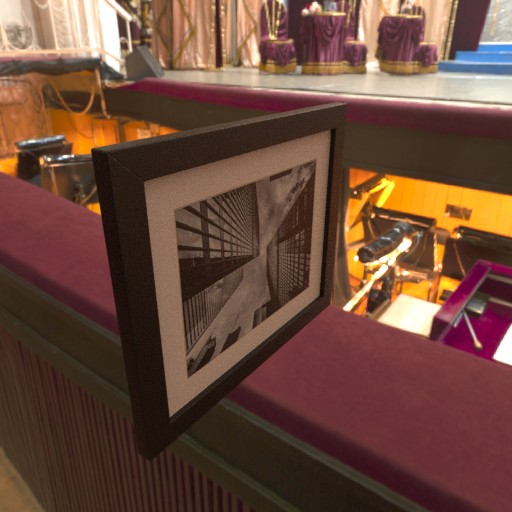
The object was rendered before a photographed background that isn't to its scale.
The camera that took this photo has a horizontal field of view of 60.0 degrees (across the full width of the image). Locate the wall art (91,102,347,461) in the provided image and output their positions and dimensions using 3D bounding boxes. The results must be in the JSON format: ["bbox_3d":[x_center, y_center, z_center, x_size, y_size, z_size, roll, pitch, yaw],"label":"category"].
[{"bbox_3d":[0.000,0.000,0.766,0.031,0.457,0.558,18,30,33],"label":"wall art"}]
